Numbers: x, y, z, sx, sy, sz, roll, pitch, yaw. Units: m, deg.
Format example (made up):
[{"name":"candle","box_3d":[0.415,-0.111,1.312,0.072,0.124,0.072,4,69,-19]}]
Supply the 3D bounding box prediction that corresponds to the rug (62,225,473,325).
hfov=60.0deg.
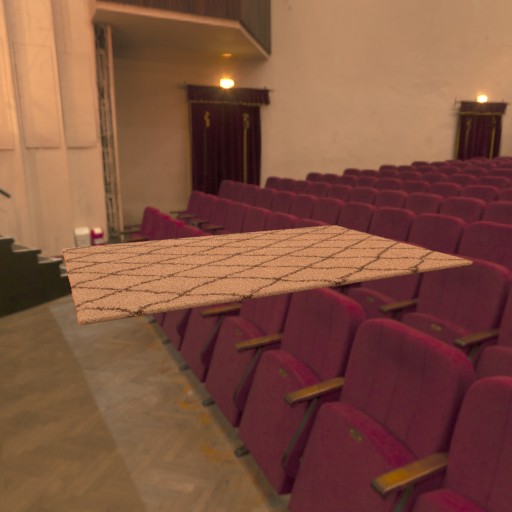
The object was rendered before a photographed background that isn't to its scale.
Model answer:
[{"name":"rug","box_3d":[0.000,0.000,3.494,2.743,0.030,1.778,-6,15,-25]}]
